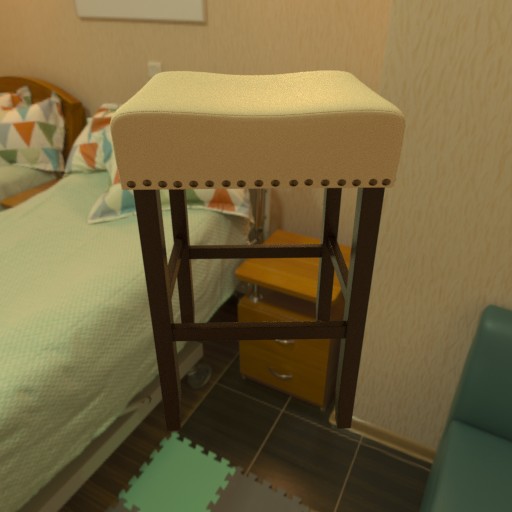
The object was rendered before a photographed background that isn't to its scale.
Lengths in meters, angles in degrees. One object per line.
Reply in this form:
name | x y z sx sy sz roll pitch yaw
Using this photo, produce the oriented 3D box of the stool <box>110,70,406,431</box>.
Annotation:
stool | 0.000 0.000 1.040 0.471 0.762 0.401 -1 31 -1
